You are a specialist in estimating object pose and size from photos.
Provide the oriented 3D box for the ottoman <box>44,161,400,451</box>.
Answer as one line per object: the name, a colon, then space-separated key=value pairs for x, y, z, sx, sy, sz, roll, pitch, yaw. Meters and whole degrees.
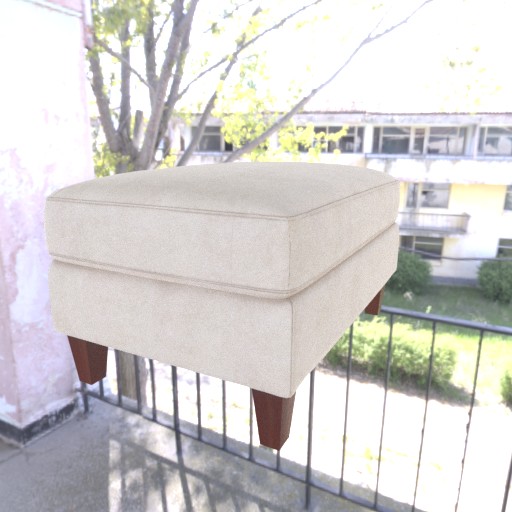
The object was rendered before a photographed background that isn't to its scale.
ottoman: x=0.000 y=0.000 z=1.173 sx=0.584 sy=0.483 sz=0.864 roll=7 pitch=16 yaw=27
